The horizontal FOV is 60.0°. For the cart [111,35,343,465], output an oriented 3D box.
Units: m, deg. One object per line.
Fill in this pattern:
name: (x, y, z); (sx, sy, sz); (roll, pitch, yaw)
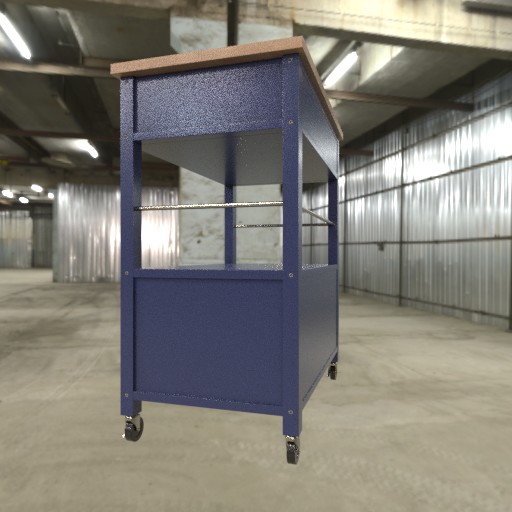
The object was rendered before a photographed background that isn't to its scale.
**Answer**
cart: (0.000, 0.000, 1.373); (0.459, 0.901, 0.840); (0, 0, 17)
